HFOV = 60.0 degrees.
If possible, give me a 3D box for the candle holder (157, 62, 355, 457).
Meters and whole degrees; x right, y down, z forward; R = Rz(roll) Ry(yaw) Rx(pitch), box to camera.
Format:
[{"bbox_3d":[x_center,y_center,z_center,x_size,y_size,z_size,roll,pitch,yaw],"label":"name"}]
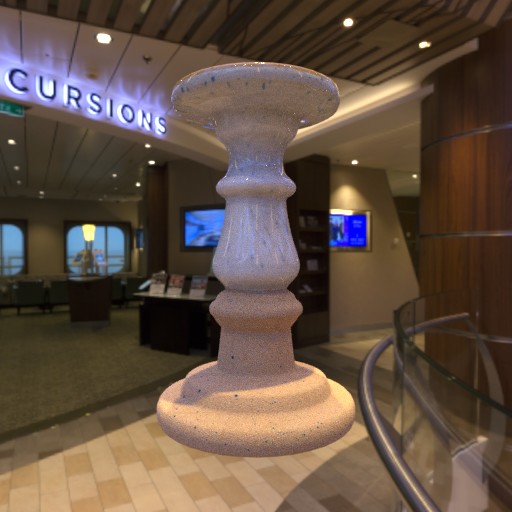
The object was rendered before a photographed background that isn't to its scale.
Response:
[{"bbox_3d":[0.000,0.000,0.279,0.123,0.202,0.123,0,1,0],"label":"candle holder"}]
